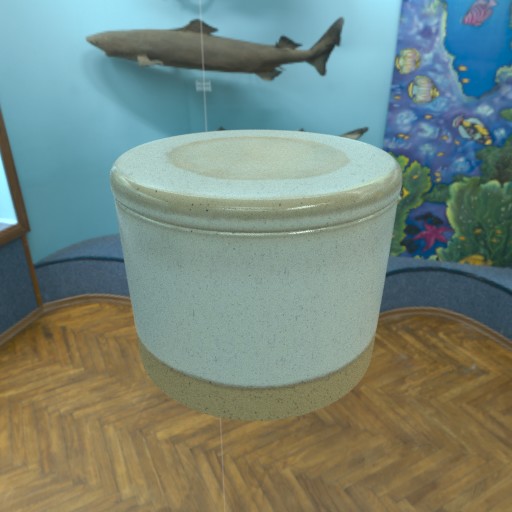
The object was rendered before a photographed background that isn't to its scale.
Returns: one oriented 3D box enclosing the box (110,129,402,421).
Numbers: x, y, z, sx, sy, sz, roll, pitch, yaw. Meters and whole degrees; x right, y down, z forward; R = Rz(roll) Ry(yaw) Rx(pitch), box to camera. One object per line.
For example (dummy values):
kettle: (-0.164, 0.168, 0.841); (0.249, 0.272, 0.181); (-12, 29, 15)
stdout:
box: (0.000, 0.000, 0.267); (0.154, 0.123, 0.154); (0, 26, 0)
